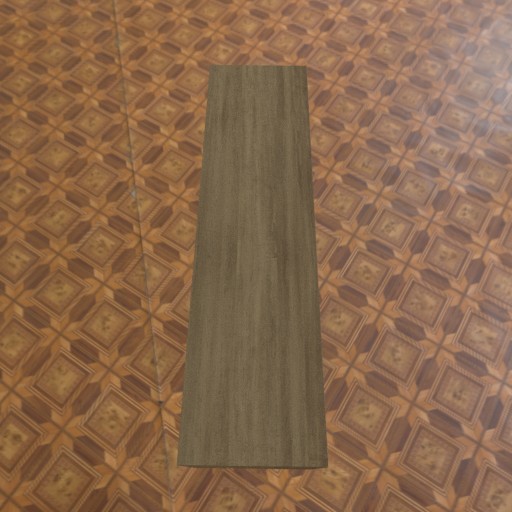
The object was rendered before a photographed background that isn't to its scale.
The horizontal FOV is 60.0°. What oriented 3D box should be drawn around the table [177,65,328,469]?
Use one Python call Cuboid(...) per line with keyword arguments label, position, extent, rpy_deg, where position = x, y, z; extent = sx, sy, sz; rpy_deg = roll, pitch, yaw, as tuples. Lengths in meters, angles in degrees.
Cuboid(label="table", position=(0.000, 0.000, 1.738), extent=(0.400, 0.530, 1.500), rpy_deg=(1, 64, 0))
